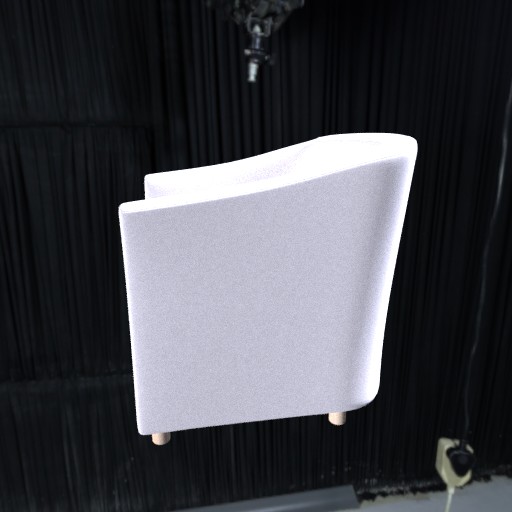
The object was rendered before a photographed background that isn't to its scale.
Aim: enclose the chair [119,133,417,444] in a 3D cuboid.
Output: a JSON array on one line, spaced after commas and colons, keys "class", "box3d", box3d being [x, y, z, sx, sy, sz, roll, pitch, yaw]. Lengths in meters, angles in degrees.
[{"class": "chair", "box3d": [0.000, 0.000, 1.350, 0.700, 0.720, 0.790, -3, 15, -9]}]
